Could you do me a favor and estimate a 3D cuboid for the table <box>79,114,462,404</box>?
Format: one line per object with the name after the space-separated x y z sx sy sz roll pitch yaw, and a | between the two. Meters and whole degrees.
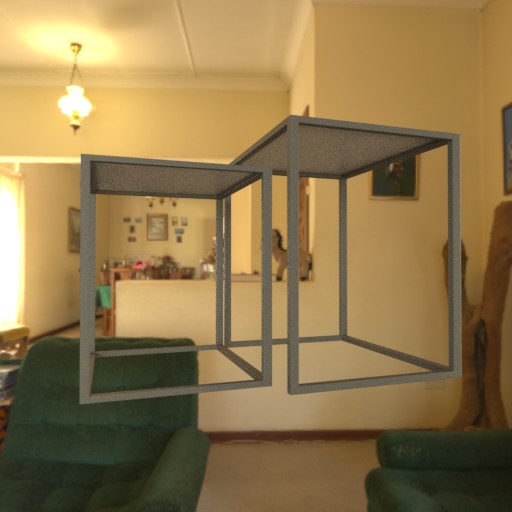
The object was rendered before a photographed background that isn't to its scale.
0.000 0.000 1.097 0.788 0.540 0.508 0 -1 -19 | table
